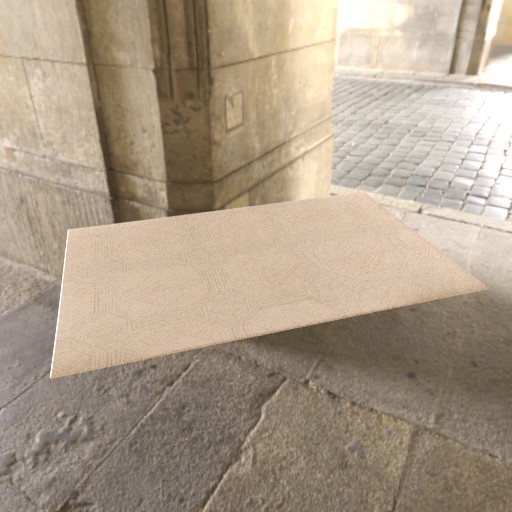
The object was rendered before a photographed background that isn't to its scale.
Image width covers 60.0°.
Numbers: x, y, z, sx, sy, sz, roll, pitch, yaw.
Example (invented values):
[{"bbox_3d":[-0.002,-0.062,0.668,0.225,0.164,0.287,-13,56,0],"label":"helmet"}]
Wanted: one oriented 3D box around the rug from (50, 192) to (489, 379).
[{"bbox_3d":[0.000,0.000,2.957,2.440,0.008,1.524,-9,32,-14],"label":"rug"}]
